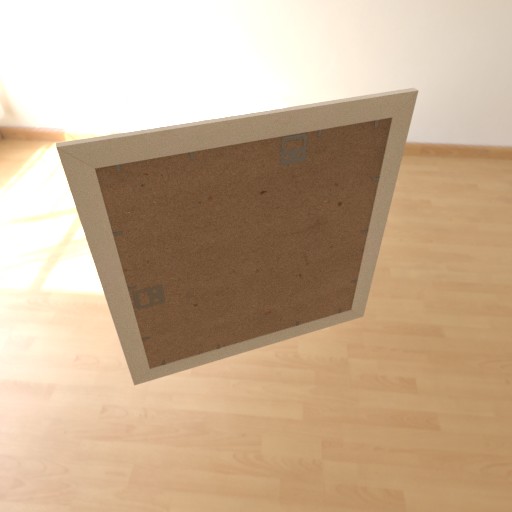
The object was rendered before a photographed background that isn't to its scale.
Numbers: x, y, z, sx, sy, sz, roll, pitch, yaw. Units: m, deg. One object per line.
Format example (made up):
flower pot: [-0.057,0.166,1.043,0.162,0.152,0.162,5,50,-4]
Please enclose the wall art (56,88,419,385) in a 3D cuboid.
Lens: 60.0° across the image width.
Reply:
wall art: [0.000,0.000,0.879,0.584,0.584,0.013,-14,43,-15]
